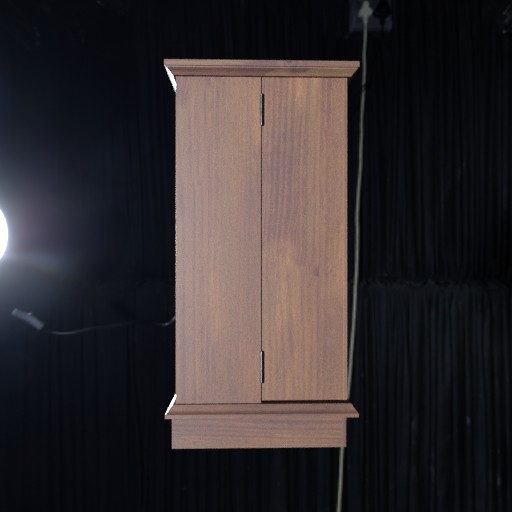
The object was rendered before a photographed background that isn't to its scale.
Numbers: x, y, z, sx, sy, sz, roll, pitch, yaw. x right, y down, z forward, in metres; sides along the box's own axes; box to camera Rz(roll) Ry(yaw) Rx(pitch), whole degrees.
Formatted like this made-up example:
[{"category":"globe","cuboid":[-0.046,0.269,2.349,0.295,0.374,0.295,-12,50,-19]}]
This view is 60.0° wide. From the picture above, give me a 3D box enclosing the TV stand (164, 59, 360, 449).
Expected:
[{"category":"TV stand","cuboid":[0.000,0.000,1.453,0.406,0.813,1.067,0,0,-1]}]
